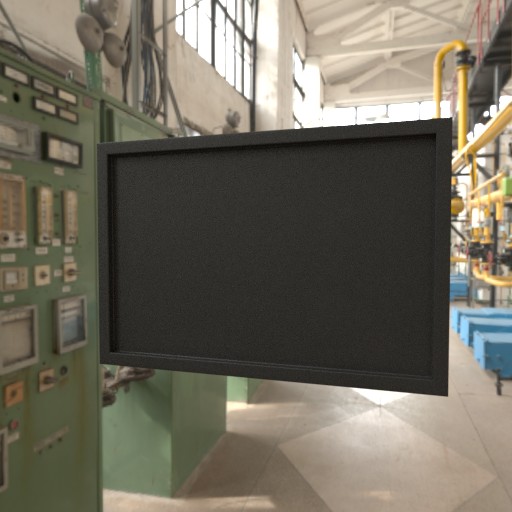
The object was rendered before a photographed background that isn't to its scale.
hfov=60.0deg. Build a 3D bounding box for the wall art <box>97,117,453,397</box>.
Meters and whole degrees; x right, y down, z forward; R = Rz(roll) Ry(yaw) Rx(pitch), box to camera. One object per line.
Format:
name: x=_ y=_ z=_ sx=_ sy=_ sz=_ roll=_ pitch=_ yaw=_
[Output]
wall art: x=0.000 y=0.000 z=0.551 sx=0.443 sy=0.301 sz=0.021 roll=1 pitch=2 yaw=17
